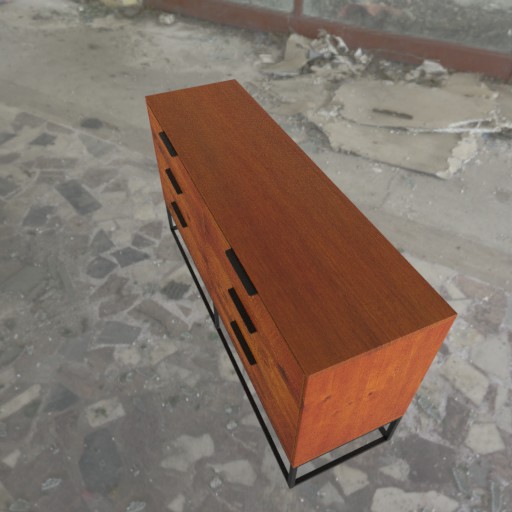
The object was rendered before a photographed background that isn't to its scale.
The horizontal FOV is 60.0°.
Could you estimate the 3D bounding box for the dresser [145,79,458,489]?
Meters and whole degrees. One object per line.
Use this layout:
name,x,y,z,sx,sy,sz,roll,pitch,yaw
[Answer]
dresser,0.000,0.000,1.862,0.464,0.810,1.536,-18,48,-17
